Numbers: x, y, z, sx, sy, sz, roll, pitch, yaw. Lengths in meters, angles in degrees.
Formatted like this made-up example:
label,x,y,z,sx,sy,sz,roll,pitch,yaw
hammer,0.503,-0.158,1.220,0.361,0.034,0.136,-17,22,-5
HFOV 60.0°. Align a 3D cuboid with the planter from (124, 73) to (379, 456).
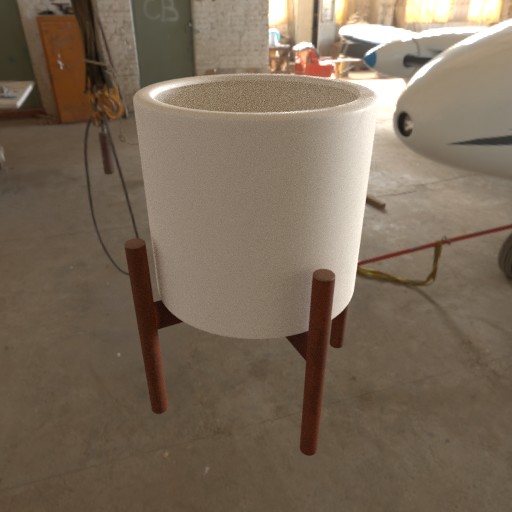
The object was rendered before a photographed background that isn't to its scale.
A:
label,x,y,z,sx,sy,sz,roll,pitch,yaw
planter,0.000,0.000,0.502,0.224,0.358,0.224,9,31,16
